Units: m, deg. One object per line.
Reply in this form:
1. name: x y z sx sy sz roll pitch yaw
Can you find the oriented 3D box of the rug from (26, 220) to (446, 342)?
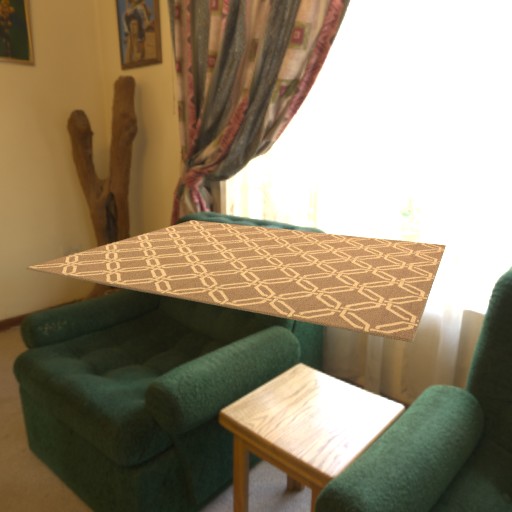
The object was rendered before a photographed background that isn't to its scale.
1. rug: 0.000 0.000 3.836 2.895 0.018 2.288 7 17 25
